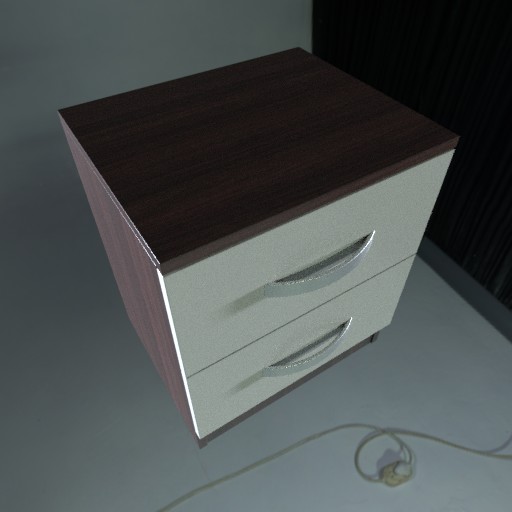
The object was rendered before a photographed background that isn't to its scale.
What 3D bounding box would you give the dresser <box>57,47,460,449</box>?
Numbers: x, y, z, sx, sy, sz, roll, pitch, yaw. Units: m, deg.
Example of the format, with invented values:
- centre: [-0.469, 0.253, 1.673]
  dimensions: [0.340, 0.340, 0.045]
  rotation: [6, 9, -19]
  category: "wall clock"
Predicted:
- centre: [0.000, 0.000, 0.730]
  dimensions: [0.400, 0.470, 0.360]
  rotation: [-25, 51, -22]
  category: "dresser"
